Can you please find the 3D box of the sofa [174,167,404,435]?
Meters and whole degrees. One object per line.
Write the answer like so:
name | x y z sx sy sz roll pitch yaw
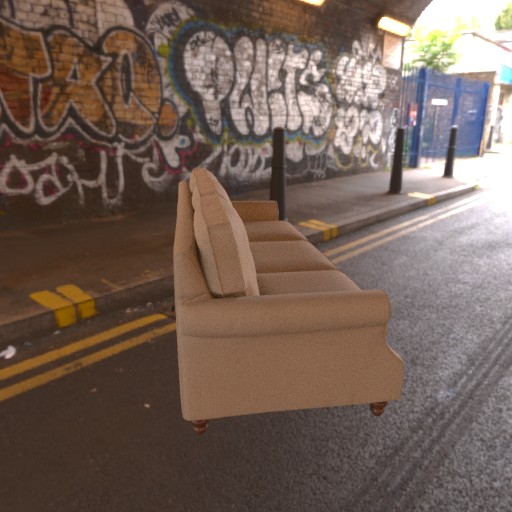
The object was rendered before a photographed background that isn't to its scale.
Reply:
sofa | 0.000 0.000 2.802 0.966 0.948 2.354 -3 17 -9
